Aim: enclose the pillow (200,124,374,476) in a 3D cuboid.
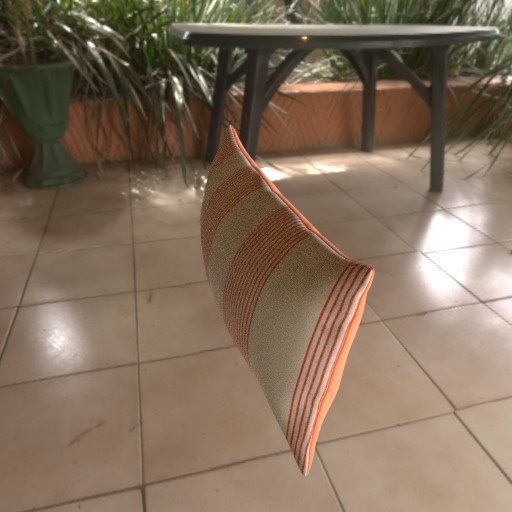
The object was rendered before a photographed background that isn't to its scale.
[{"bbox_3d":[0.000,0.000,0.734,0.156,0.292,0.608,-8,30,-14],"label":"pillow"}]
